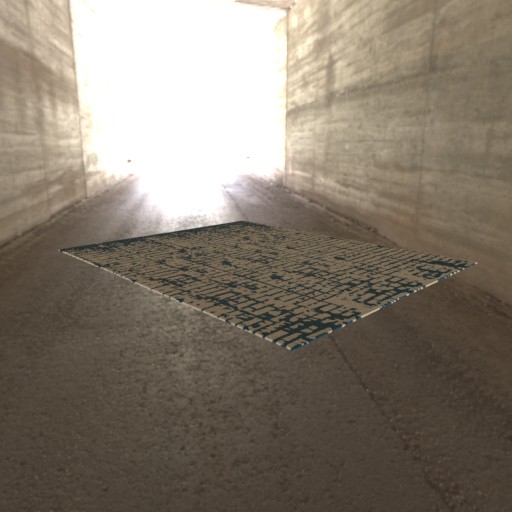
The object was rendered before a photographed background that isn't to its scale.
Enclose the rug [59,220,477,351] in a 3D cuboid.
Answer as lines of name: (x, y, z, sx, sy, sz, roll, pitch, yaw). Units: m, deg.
rug: (0.000, 0.000, 4.066, 2.416, 0.014, 3.017, -13, 19, -43)
